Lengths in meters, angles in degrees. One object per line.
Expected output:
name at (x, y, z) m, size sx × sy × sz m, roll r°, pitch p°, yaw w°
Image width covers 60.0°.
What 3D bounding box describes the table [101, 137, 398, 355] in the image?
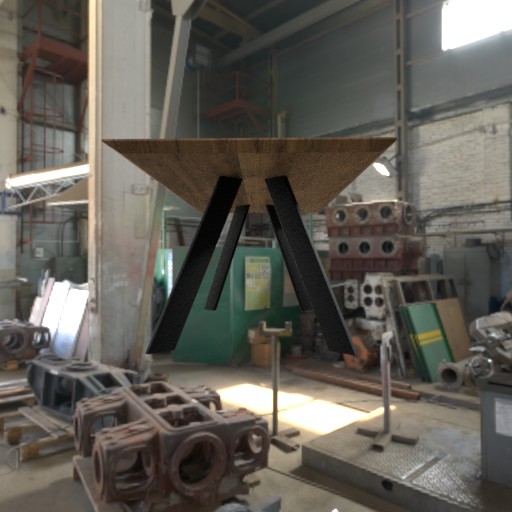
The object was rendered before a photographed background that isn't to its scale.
table at (0.000, 0.000, 2.487) m, size 1.000 × 0.770 × 2.000 m, roll 0°, pitch -1°, yaw 1°
